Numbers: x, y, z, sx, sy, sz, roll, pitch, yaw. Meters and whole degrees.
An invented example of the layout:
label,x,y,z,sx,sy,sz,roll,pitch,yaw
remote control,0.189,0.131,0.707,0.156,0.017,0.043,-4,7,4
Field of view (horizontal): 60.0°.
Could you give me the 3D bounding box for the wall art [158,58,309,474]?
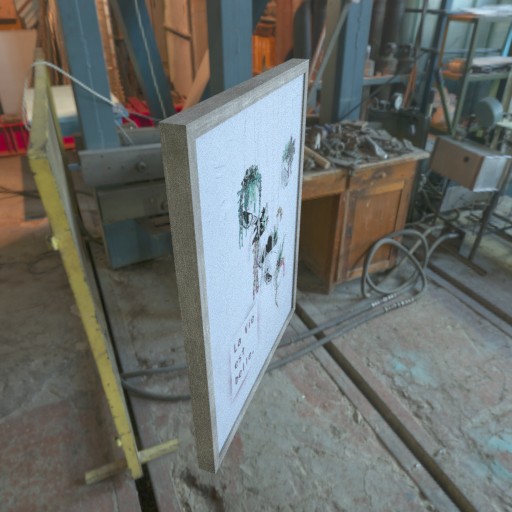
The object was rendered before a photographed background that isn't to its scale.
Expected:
label,x,y,z,sx,sy,sz,roll,pitch,yaw
wall art,0.000,0.000,0.701,0.032,0.521,0.421,11,33,17
